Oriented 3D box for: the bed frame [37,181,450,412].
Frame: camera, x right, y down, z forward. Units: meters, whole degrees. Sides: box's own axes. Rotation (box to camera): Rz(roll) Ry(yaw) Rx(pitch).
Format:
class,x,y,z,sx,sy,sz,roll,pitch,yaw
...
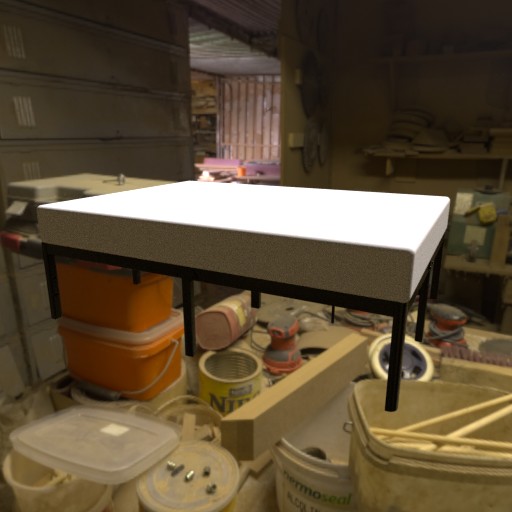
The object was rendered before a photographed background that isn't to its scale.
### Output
class,x,y,z,sx,sy,sz,roll,pitch,yaw
bed frame,0.000,0.000,2.635,1.956,0.659,1.408,8,18,26
